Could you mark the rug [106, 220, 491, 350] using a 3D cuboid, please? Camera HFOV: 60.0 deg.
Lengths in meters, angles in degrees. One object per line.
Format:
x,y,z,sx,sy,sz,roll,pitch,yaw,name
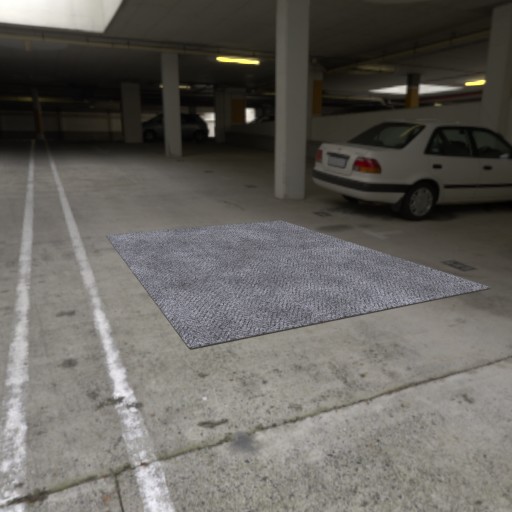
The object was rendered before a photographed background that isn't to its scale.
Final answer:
0.000,0.000,2.907,1.600,0.008,2.235,-7,16,-25,rug
